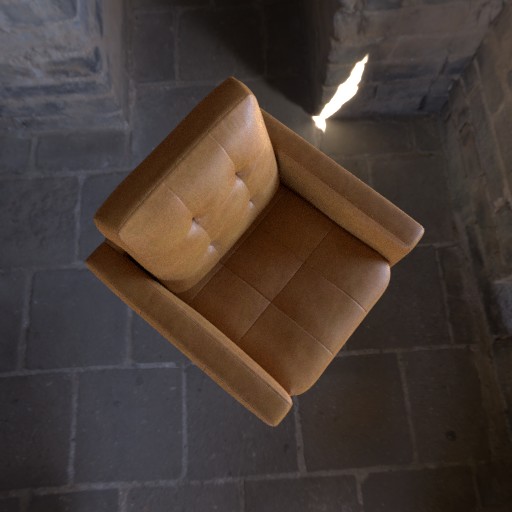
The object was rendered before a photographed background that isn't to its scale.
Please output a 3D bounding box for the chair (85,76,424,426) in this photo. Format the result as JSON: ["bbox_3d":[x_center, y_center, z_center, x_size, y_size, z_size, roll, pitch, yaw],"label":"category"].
[{"bbox_3d":[0.000,0.000,1.574,0.868,0.896,0.831,39,78,9],"label":"chair"}]
